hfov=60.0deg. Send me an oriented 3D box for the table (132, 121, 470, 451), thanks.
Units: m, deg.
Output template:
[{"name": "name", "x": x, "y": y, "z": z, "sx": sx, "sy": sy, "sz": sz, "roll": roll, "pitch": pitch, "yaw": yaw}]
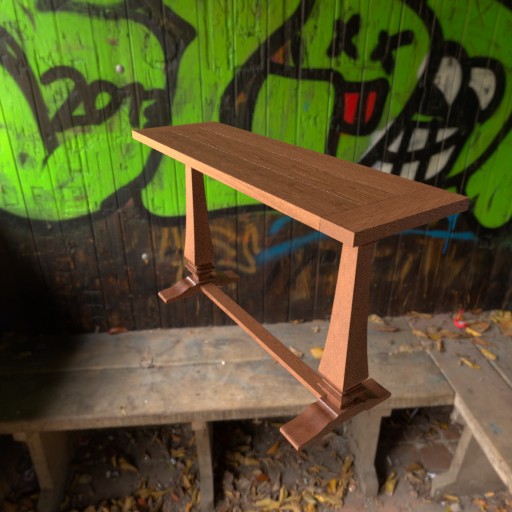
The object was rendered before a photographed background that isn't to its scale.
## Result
[{"name": "table", "x": 0.000, "y": 0.000, "z": 1.864, "sx": 0.461, "sy": 0.852, "sz": 1.478, "roll": -17, "pitch": 31, "yaw": -30}]
